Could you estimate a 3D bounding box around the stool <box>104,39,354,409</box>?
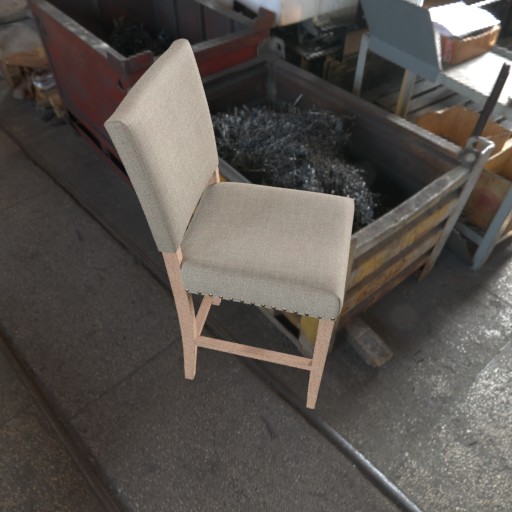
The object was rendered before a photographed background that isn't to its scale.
[{"bbox_3d":[0.000,0.000,1.459,0.585,1.173,0.445,10,49,9],"label":"stool"}]
